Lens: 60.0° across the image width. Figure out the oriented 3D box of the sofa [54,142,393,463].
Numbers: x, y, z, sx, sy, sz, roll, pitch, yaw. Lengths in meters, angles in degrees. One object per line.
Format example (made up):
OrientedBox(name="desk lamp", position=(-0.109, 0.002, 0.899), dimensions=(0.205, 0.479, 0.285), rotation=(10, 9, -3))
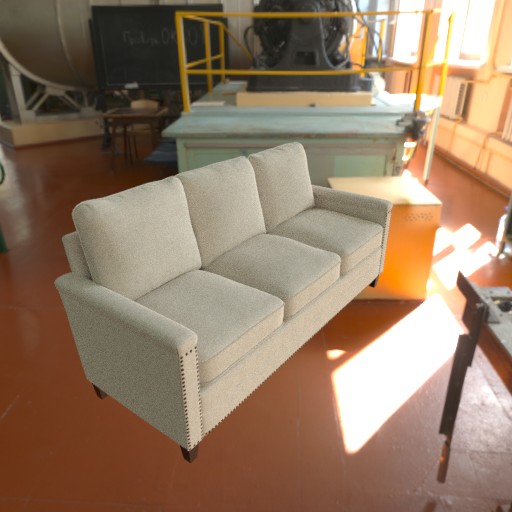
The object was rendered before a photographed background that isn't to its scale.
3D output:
OrientedBox(name="sofa", position=(0.000, 0.000, 2.466), dimensions=(0.828, 0.961, 1.925), rotation=(18, 31, 33))
